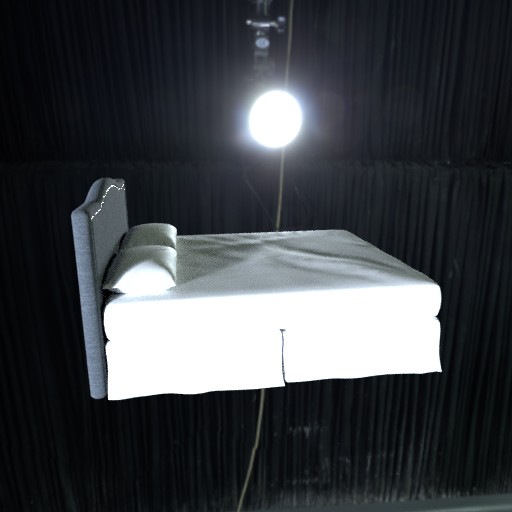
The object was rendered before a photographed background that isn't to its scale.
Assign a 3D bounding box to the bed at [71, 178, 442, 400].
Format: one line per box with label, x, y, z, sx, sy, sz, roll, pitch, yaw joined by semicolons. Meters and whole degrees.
bed;0.000;0.000;4.096;2.689;1.457;2.161;-3;16;-9
